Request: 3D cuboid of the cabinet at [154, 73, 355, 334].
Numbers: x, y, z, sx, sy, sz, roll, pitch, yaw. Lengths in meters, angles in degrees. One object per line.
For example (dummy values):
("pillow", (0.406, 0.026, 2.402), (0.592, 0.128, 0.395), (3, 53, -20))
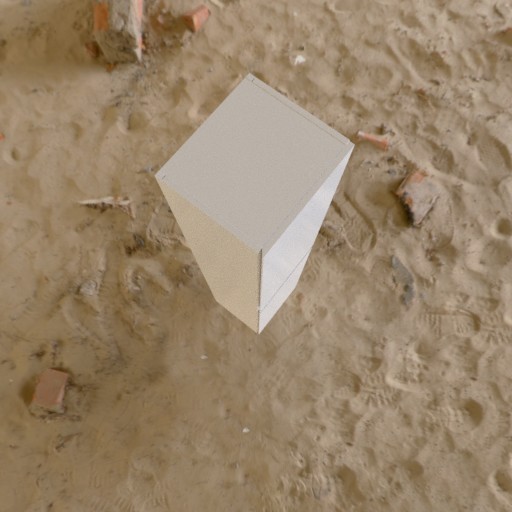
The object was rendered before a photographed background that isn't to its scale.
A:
("cabinet", (0.000, 0.000, 1.550), (0.270, 1.400, 0.300), (37, 77, 10))
